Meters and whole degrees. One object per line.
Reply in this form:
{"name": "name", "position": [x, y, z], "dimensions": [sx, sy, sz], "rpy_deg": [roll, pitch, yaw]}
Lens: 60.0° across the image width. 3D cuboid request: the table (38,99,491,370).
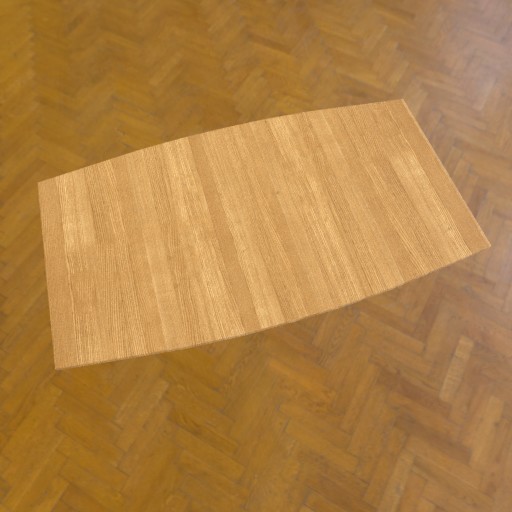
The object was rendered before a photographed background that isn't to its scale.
{"name": "table", "position": [0.000, 0.000, 2.047], "dimensions": [1.598, 0.748, 0.900], "rpy_deg": [-15, 65, -7]}
